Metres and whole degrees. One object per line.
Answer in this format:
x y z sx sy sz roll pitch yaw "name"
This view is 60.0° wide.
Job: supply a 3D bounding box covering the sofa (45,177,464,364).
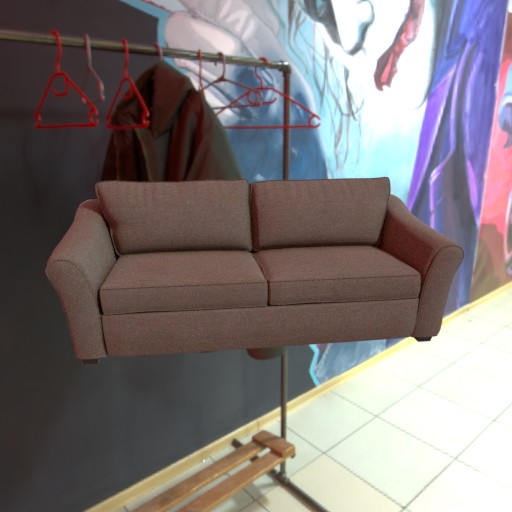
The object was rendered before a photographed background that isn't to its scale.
0.000 0.000 2.775 2.270 0.906 0.986 -2 16 -8 "sofa"
